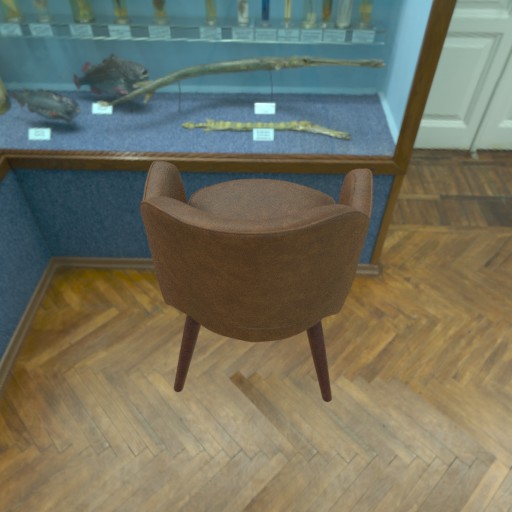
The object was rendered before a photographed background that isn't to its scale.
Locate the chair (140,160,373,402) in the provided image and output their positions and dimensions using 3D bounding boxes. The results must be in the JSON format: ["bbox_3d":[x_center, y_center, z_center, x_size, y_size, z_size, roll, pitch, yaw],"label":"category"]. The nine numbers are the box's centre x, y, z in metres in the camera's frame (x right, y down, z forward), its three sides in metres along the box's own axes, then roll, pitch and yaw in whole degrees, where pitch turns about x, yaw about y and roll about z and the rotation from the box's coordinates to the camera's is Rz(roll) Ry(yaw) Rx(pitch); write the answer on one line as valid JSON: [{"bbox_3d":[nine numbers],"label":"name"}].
[{"bbox_3d":[0.000,0.000,1.192,0.591,0.777,0.640,3,47,3],"label":"chair"}]
